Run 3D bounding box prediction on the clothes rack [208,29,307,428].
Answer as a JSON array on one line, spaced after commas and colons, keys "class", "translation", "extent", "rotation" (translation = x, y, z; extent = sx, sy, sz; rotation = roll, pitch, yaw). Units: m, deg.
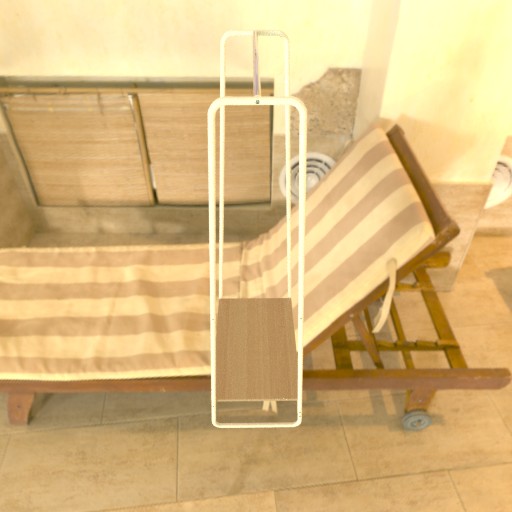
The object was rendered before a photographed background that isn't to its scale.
[{"class": "clothes rack", "translation": [0.000, 0.000, 1.761], "extent": [0.400, 1.500, 0.640], "rotation": [0, 40, -1]}]
